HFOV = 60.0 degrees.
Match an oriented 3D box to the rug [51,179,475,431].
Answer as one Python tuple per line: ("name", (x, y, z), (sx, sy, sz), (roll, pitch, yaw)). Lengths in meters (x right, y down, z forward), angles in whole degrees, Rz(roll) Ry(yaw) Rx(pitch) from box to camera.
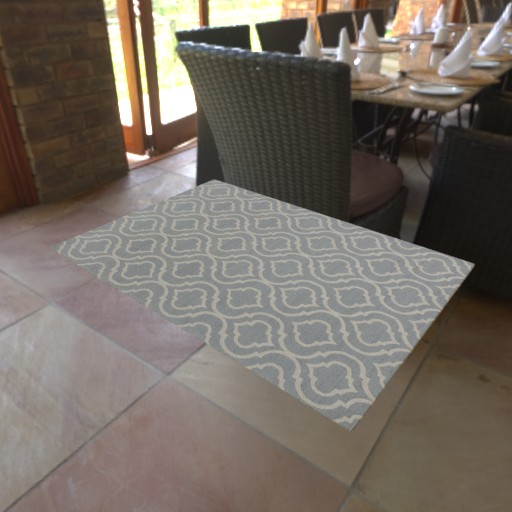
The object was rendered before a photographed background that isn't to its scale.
("rug", (0.000, 0.000, 2.636), (2.080, 0.010, 1.451), (23, 38, 33))
